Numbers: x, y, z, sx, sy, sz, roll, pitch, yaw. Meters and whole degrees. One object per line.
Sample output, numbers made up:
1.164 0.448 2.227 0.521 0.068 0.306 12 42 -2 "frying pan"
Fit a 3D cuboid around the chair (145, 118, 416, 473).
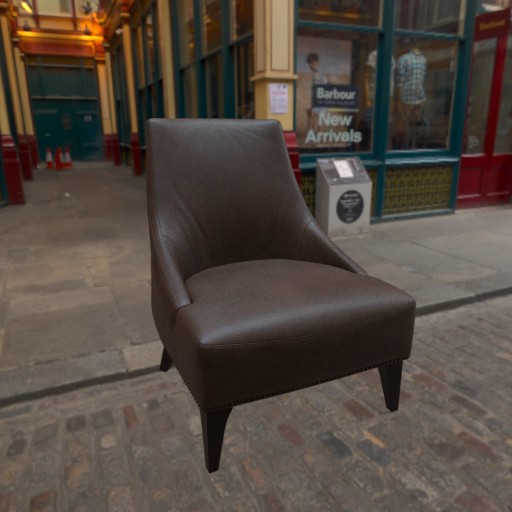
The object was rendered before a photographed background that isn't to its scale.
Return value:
0.000 0.000 1.512 0.701 0.909 0.861 -7 18 -24 "chair"
